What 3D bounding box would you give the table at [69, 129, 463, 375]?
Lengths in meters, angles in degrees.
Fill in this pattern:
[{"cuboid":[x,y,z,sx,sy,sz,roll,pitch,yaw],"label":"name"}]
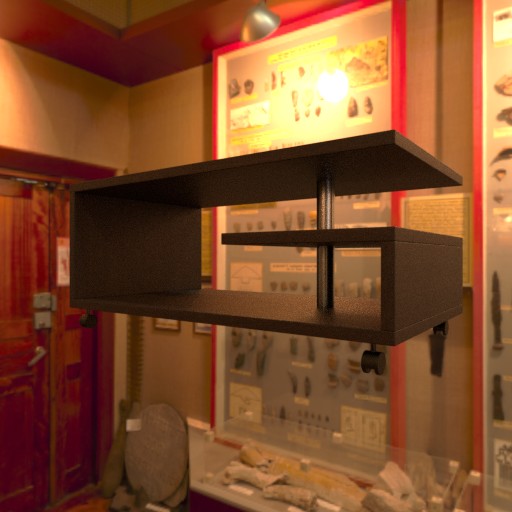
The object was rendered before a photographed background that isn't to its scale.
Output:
[{"cuboid":[0.000,0.000,1.351,1.050,0.460,0.590,0,0,36],"label":"table"}]
